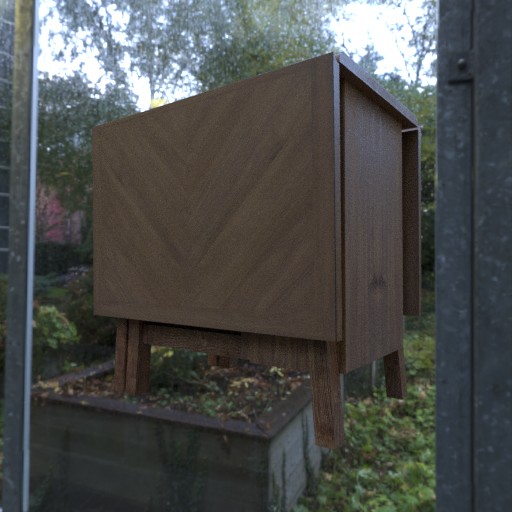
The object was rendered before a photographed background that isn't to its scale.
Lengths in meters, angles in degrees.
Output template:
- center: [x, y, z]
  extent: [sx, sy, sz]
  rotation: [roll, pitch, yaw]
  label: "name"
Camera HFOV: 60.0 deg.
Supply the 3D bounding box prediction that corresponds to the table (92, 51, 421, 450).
- center: [0.000, 0.000, 1.600]
  extent: [0.967, 0.981, 0.701]
  rotation: [-1, -2, 36]
  label: "table"
